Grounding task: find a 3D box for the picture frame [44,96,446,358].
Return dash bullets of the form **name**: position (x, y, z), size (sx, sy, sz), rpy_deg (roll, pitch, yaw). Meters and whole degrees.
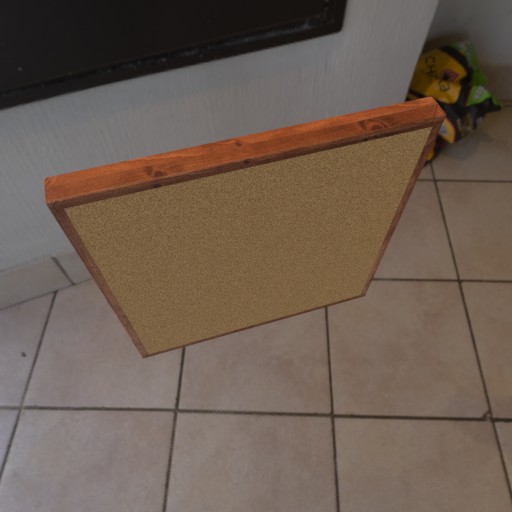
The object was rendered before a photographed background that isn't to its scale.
- **picture frame**: position (0.000, 0.000, 0.530), size (0.352, 0.356, 0.028), rpy_deg (-14, 59, -9)
